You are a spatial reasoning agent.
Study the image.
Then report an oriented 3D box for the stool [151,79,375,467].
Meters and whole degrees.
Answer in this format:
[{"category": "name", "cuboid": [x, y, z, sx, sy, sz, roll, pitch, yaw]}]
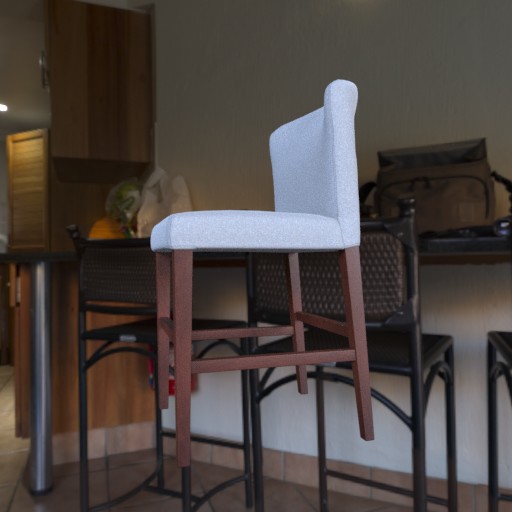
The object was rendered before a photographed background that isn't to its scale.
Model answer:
[{"category": "stool", "cuboid": [0.000, 0.000, 1.296, 0.568, 0.968, 0.479, 0, 0, -18]}]
